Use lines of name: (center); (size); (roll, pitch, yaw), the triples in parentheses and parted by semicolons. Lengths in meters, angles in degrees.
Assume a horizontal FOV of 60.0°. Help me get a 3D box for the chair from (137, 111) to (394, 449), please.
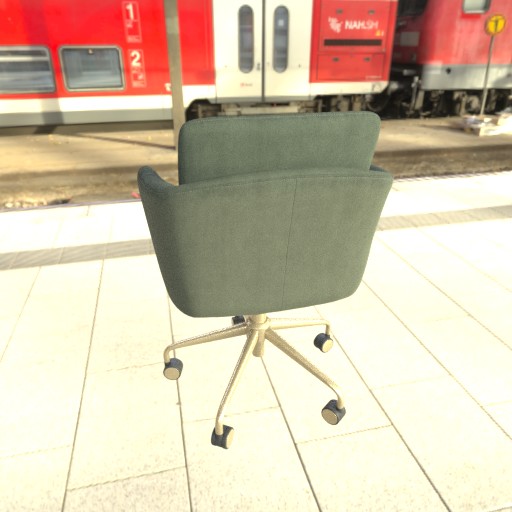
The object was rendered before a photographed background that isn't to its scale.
chair: (0.000, 0.000, 1.346); (0.641, 0.908, 0.635); (-7, 27, -14)
